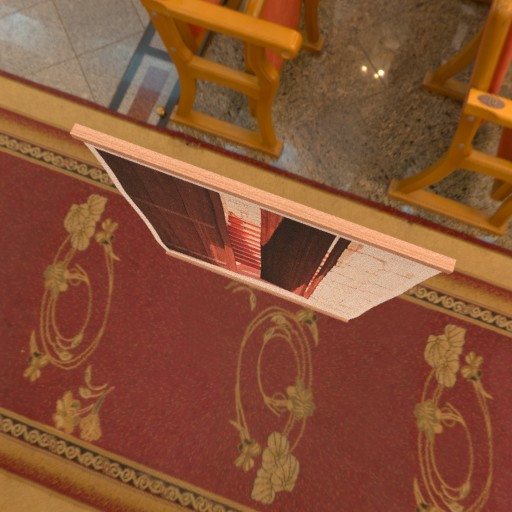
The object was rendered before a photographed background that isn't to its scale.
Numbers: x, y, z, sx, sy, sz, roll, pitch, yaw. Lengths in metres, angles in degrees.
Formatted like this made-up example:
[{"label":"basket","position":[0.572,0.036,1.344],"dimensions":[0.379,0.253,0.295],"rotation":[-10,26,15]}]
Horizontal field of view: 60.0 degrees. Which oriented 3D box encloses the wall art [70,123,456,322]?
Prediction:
[{"label":"wall art","position":[0.000,0.000,0.686],"dimensions":[0.406,0.508,0.013],"rotation":[20,77,5]}]
